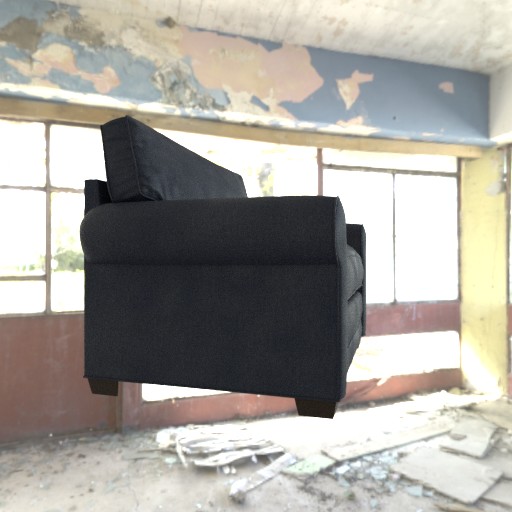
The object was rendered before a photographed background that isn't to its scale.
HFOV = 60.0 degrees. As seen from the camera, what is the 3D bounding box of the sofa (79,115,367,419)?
[{"bbox_3d":[0.000,0.000,2.056,0.938,1.004,1.405,0,0,17],"label":"sofa"}]
